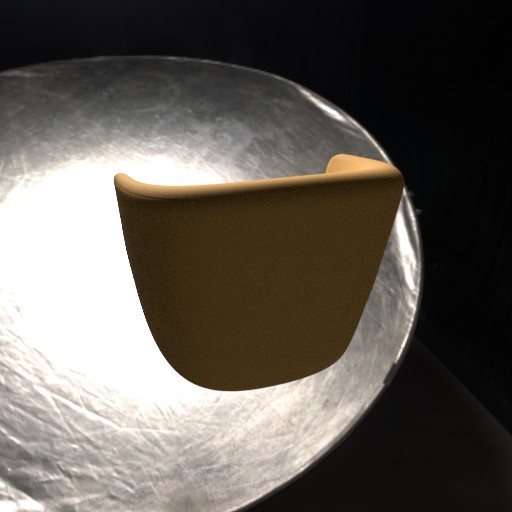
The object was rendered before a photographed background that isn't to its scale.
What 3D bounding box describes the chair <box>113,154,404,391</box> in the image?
[{"bbox_3d":[0.000,0.000,1.362,0.773,0.698,0.767,-8,28,-15],"label":"chair"}]
